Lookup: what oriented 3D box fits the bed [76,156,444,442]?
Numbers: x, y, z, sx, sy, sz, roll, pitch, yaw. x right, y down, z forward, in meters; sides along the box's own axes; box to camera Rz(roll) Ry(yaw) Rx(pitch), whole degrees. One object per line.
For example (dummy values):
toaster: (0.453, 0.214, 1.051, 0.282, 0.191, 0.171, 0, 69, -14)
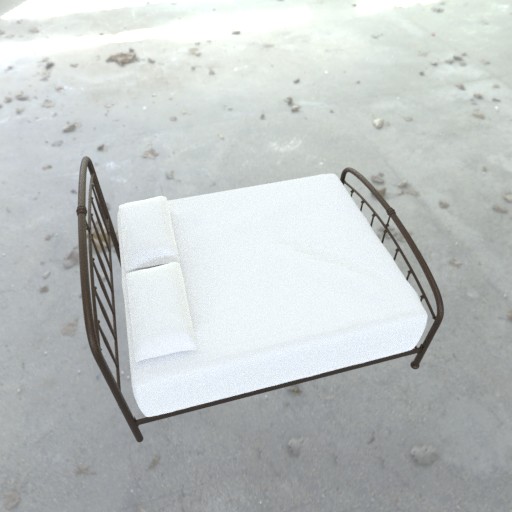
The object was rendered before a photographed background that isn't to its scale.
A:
bed: (0.000, 0.000, 3.289, 2.180, 1.425, 1.711, -11, 48, -10)
